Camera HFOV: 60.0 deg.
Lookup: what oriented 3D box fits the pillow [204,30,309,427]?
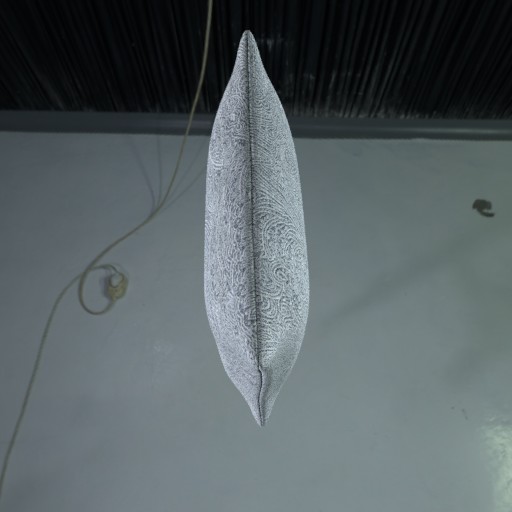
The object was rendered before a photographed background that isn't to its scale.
[{"bbox_3d":[0.000,0.000,0.789,0.166,0.510,0.523,-2,63,-1],"label":"pillow"}]
